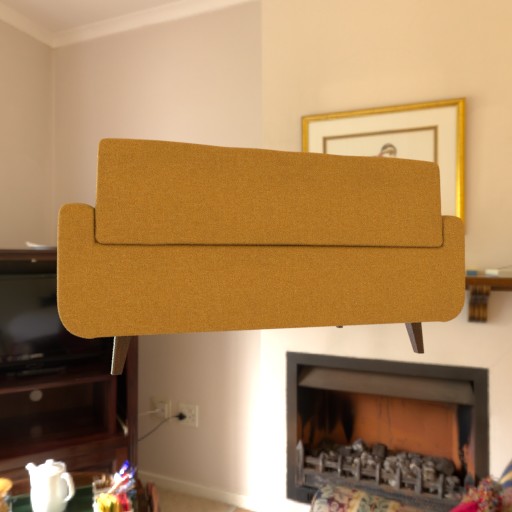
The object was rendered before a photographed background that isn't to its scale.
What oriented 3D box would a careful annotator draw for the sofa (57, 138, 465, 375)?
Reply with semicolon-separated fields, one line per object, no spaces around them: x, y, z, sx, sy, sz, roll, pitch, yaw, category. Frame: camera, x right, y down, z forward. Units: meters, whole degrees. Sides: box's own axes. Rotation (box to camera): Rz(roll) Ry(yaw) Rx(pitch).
0.000;0.000;2.116;1.631;0.841;0.909;0;-1;-16;sofa
